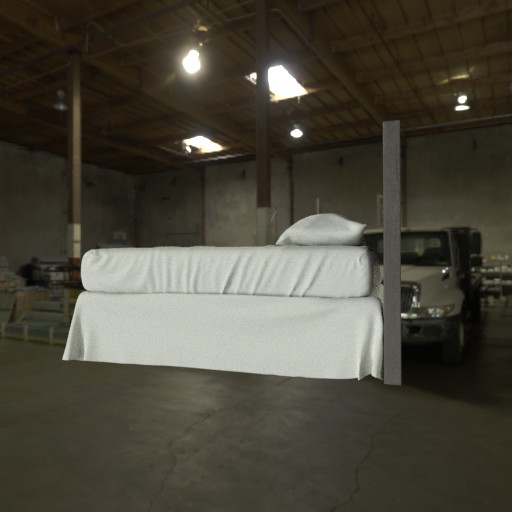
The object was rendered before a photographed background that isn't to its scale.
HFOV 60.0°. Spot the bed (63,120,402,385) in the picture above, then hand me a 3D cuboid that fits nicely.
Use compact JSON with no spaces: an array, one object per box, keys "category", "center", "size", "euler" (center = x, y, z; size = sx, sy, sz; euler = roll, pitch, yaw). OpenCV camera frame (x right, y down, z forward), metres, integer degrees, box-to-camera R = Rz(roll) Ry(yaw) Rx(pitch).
[{"category":"bed","center":[0.000,0.000,2.937],"size":[1.785,1.142,1.772],"euler":[0,-1,17]}]
